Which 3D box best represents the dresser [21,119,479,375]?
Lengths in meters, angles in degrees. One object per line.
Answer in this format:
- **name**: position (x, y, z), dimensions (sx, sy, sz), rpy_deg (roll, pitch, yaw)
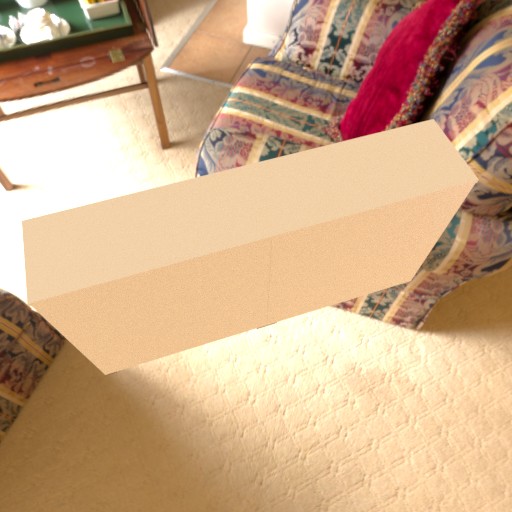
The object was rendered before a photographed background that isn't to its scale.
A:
- **dresser**: position (0.000, 0.000, 1.856), dimensions (1.535, 0.790, 0.333), rpy_deg (-16, 61, -9)
